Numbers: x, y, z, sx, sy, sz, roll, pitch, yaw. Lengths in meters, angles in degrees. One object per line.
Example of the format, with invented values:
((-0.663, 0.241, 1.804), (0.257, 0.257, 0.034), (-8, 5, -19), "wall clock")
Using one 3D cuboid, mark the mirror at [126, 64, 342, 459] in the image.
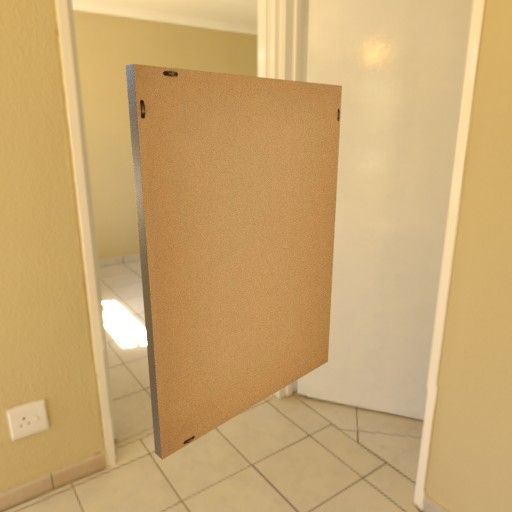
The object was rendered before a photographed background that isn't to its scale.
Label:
((0.000, 0.000, 1.354), (0.762, 1.016, 0.041), (-15, 22, -42), "mirror")
